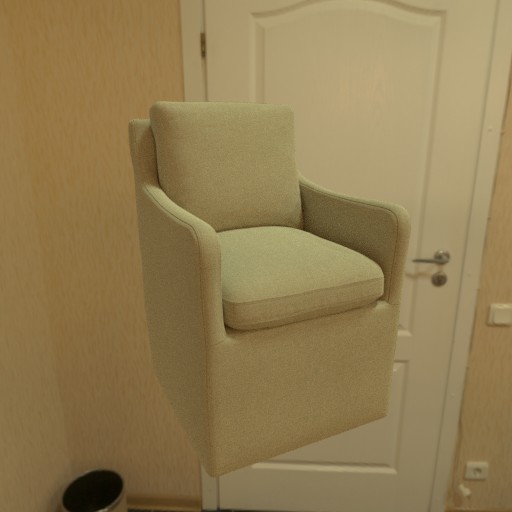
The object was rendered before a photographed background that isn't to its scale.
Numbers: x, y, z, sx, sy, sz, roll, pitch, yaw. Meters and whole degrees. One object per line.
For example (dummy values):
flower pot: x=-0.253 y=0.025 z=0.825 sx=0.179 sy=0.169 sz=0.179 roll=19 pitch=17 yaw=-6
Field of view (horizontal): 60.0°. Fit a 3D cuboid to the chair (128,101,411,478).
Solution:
chair: x=0.000 y=0.000 z=1.362 sx=0.626 sy=0.914 sz=0.694 roll=-8 pitch=18 yaw=-25
